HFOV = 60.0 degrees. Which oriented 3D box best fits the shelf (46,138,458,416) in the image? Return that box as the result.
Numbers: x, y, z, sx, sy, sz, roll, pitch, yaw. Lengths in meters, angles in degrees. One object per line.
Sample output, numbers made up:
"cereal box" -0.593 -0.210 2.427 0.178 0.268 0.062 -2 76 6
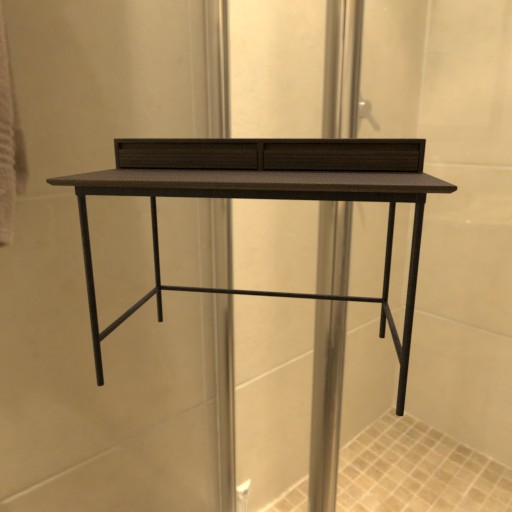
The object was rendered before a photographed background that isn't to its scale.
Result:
"shelf" 0.000 0.000 1.691 1.212 0.865 0.685 3 15 9
